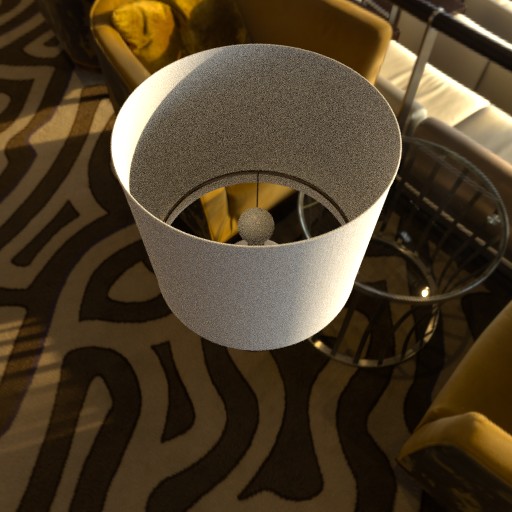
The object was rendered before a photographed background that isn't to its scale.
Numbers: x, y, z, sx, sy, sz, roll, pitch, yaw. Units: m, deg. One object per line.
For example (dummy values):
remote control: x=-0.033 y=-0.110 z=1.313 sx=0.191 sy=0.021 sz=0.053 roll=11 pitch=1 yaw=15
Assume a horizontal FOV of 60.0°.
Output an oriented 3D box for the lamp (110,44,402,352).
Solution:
lamp: x=0.000 y=0.000 z=0.513 sx=0.229 sy=0.380 sz=0.229 roll=0 pitch=58 yaw=0
